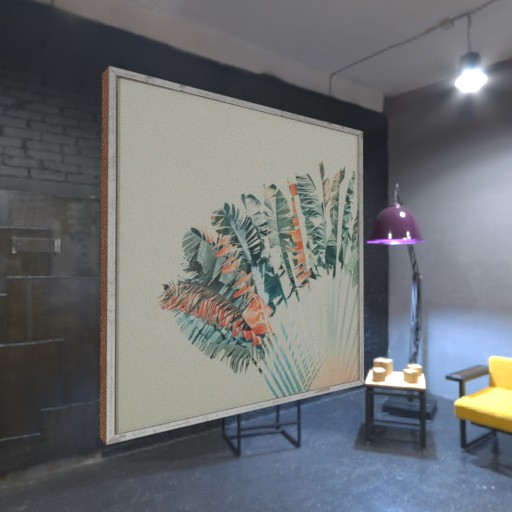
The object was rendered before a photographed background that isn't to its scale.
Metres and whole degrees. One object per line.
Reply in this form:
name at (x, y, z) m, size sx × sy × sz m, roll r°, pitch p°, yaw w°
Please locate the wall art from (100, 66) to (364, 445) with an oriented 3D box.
wall art at (0.000, 0.000, 0.751) m, size 0.508 × 0.506 × 0.029 m, roll 1°, pitch -1°, yaw -36°
